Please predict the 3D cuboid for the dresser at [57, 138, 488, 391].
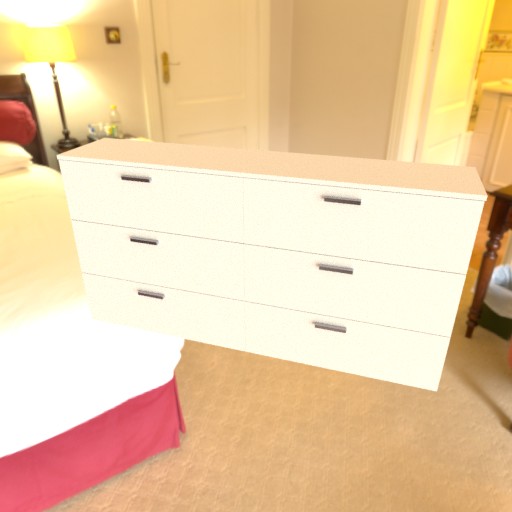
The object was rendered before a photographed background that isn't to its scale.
[{"bbox_3d":[0.000,0.000,1.828,1.535,0.790,0.333,8,29,16],"label":"dresser"}]
